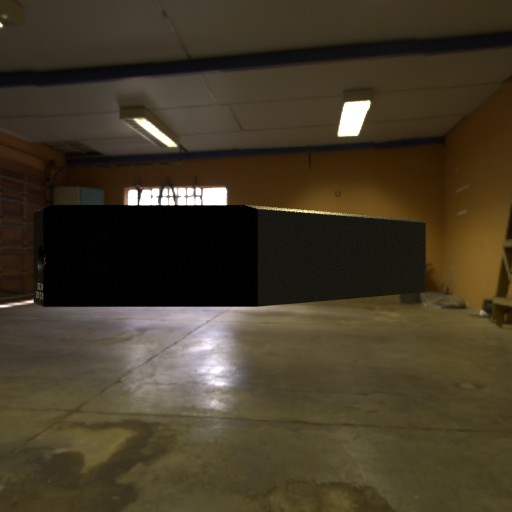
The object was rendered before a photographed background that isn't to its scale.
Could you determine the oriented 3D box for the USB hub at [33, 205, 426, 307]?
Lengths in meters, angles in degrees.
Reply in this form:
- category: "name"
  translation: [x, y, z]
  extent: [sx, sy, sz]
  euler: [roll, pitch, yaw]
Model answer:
- category: "USB hub"
  translation: [0.000, 0.000, 0.128]
  extent: [0.110, 0.023, 0.044]
  euler: [0, 0, -38]
